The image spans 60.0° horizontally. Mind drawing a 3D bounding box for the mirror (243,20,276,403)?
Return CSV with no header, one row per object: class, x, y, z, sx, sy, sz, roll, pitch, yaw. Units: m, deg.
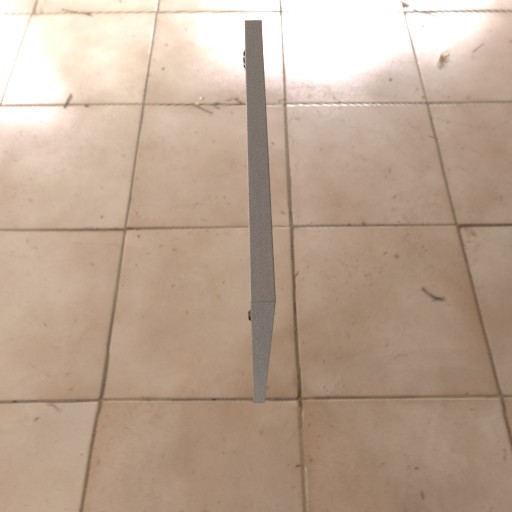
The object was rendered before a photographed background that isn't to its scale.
mirror,0.000,0.000,1.168,0.040,0.915,0.609,-1,63,-1
